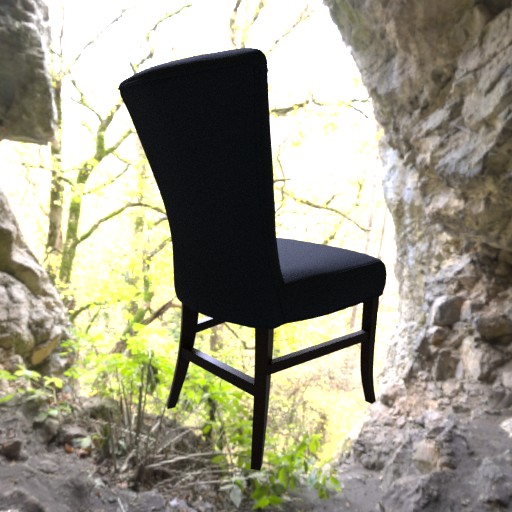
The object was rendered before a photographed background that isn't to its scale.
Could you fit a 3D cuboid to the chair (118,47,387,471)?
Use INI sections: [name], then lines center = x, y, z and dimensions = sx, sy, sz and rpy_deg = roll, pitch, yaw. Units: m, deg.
[chair]
center = 0.000, 0.000, 1.298
dimensions = 0.660, 0.991, 0.520
rpy_deg = -12, 18, -43
